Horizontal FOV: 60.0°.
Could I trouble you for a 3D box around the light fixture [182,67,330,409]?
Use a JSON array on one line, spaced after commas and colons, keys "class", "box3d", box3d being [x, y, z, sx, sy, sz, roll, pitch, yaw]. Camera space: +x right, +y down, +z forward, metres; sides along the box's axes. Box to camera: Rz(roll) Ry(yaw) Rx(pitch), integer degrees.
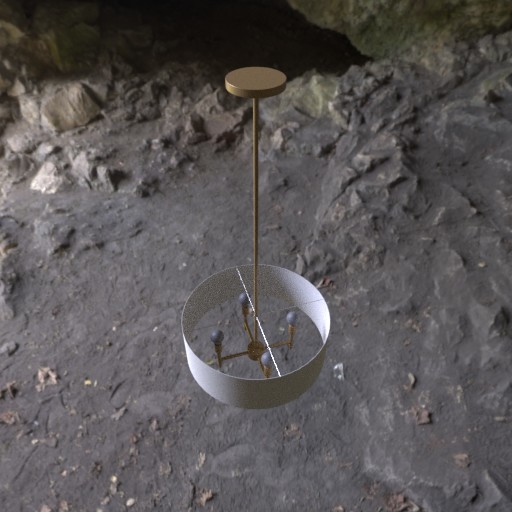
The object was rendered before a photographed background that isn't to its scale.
[{"class": "light fixture", "box3d": [0.000, 0.000, 1.340, 0.508, 1.067, 0.508, 0, 42, 0]}]
